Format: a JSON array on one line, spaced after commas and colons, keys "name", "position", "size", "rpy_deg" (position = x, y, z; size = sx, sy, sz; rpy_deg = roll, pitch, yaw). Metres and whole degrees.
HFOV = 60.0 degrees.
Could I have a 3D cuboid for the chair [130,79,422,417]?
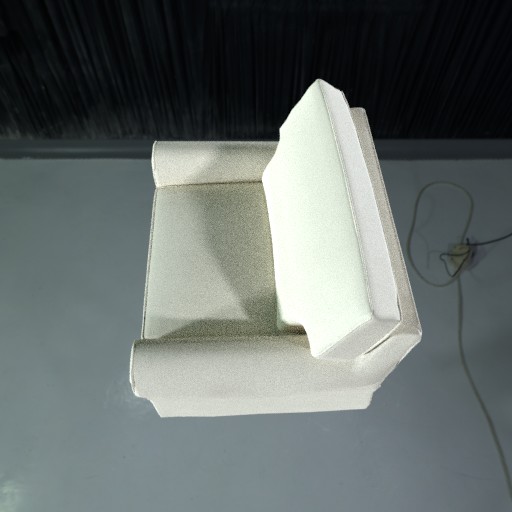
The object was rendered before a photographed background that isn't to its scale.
[{"name": "chair", "position": [0.000, 0.000, 1.757], "size": [0.904, 0.958, 1.099], "rpy_deg": [-2, 58, -1]}]
